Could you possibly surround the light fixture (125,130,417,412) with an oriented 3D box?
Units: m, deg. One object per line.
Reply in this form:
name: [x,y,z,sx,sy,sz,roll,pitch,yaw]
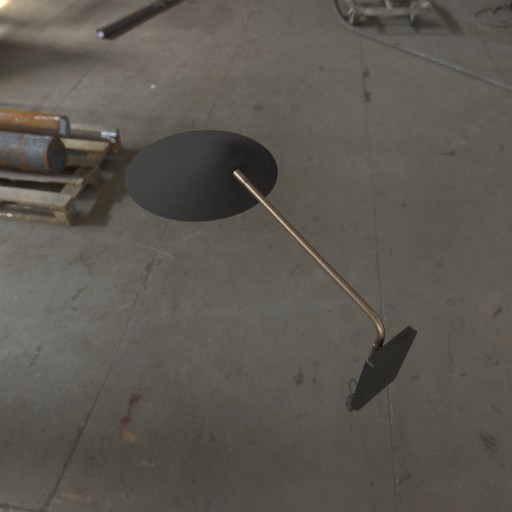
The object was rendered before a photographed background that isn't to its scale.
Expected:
light fixture: [0.000,0.000,0.686,0.240,0.312,0.516,-30,54,-25]
